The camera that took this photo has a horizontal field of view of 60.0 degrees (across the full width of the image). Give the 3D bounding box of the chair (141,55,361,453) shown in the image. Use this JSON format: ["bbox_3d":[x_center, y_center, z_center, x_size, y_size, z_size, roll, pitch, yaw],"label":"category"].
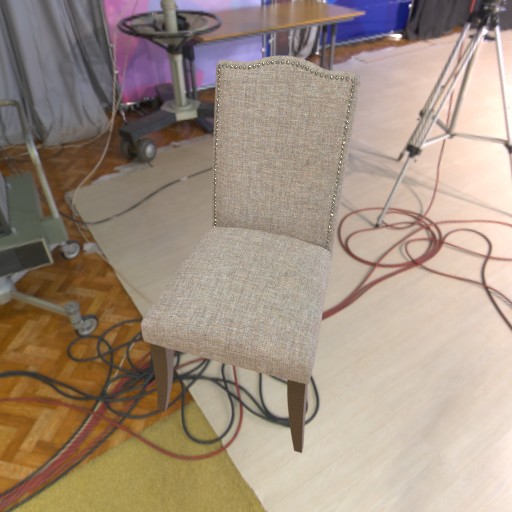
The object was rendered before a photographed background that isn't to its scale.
[{"bbox_3d":[0.000,0.000,1.392,0.513,1.016,0.660,11,43,13],"label":"chair"}]
